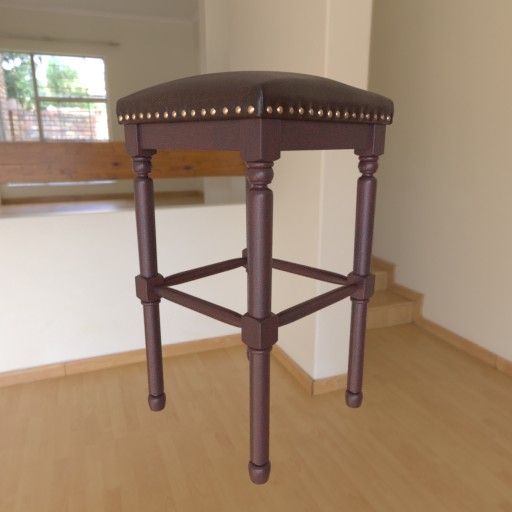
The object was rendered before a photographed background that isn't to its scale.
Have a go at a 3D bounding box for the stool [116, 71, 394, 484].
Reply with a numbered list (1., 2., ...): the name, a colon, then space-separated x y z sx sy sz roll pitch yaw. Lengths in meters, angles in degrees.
1. stool: 0.000 0.000 0.918 0.383 0.702 0.382 13 20 42
